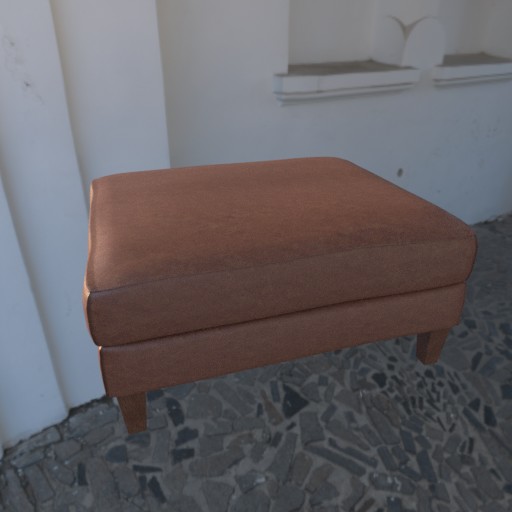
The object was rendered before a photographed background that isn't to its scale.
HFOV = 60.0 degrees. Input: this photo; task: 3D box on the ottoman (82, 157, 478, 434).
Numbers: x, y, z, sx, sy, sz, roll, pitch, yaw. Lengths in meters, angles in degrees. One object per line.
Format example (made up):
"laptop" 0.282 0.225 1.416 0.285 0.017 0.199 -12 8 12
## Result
"ottoman" 0.000 0.000 1.429 0.987 0.472 0.836 -8 28 -15
